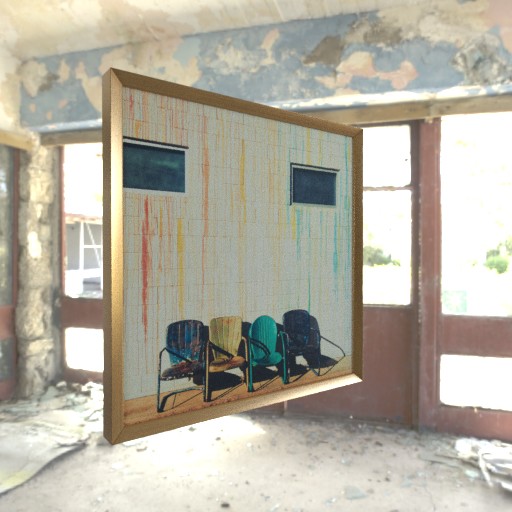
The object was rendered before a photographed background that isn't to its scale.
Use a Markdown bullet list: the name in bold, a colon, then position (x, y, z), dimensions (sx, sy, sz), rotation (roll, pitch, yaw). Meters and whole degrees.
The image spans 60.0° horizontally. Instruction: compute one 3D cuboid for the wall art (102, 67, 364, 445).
- **wall art**: position (0.000, 0.000, 0.754), dimensions (0.505, 0.505, 0.037), rotation (0, 1, -36)
